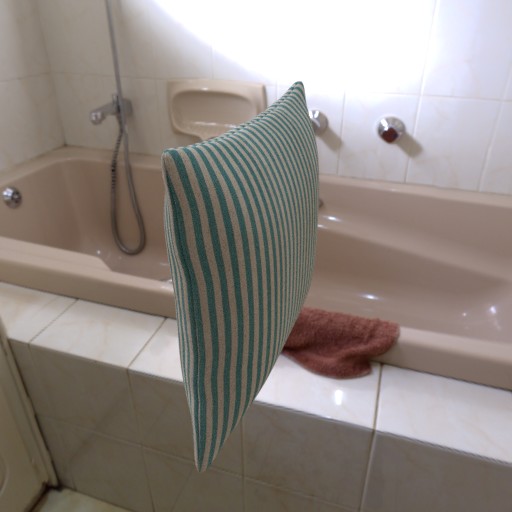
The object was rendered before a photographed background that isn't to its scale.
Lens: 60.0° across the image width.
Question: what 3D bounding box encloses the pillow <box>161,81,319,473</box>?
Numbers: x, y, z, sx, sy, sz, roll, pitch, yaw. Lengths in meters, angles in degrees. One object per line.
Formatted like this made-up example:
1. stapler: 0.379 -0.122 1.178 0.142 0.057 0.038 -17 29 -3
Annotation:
1. pillow: 0.000 0.000 0.779 0.166 0.510 0.523 10 31 18
